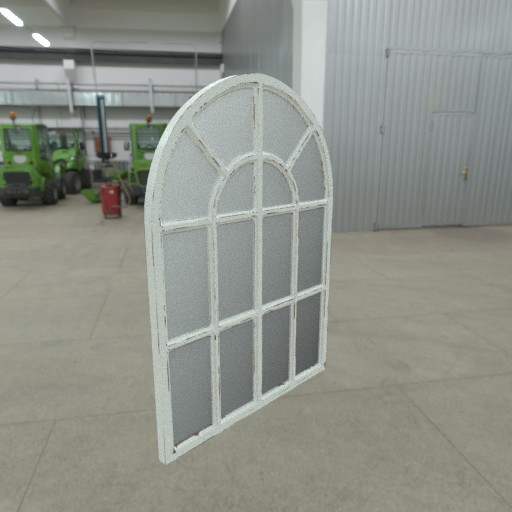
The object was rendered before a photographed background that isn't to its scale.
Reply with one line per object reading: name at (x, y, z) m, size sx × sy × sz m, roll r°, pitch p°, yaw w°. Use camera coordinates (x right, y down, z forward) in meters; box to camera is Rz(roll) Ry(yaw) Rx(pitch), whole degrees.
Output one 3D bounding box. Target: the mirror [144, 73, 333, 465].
mirror at (0.000, 0.000, 1.200) m, size 0.032 × 0.920 × 0.660 m, roll 13°, pitch 20°, yaw 42°
